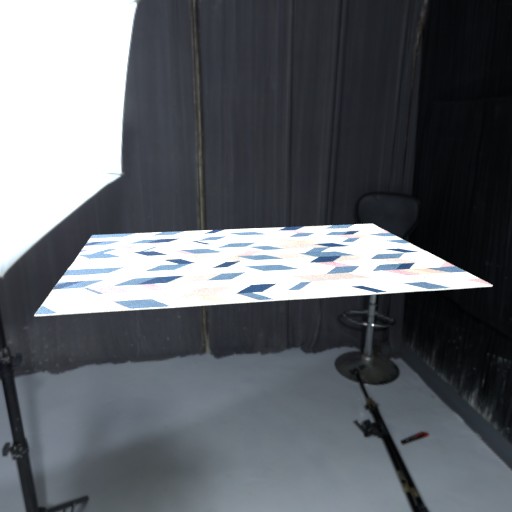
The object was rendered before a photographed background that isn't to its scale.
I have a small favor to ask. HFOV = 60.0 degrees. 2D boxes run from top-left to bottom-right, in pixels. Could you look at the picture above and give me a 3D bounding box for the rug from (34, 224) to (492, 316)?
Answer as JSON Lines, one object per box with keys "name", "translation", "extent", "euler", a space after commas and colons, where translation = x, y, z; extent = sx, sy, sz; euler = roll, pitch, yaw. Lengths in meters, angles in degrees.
{"name": "rug", "translation": [0.000, 0.000, 2.279], "extent": [1.813, 0.006, 1.202], "euler": [-3, 17, -9]}
